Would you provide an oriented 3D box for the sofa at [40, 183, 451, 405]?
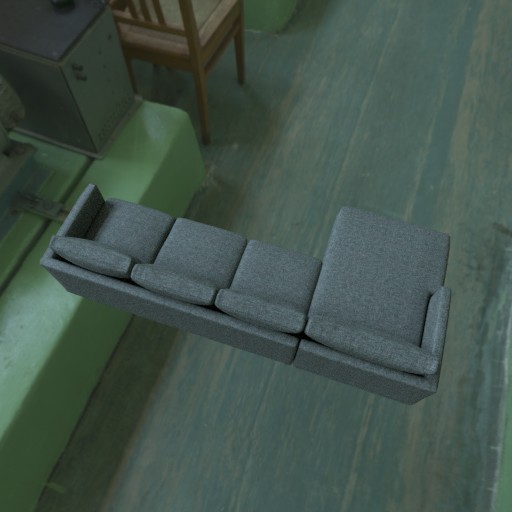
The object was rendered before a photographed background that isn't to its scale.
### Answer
[{"bbox_3d":[0.000,0.000,4.180,3.485,0.960,1.635,17,64,8],"label":"sofa"}]
